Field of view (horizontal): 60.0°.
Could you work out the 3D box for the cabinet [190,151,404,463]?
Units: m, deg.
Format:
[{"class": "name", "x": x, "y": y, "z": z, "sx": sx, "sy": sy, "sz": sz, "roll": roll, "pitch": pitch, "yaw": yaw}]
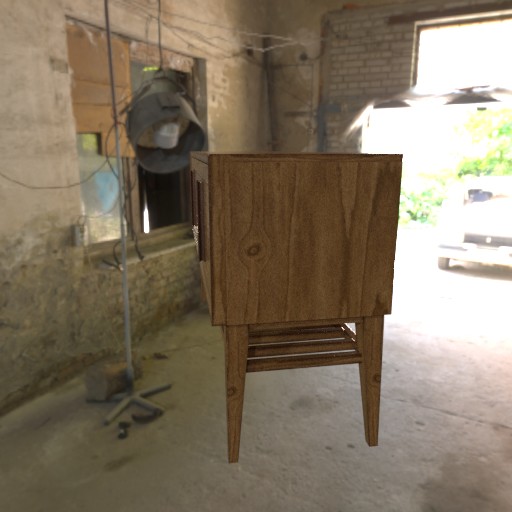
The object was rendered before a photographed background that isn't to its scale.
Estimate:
[{"class": "cabinet", "x": 0.000, "y": 0.000, "z": 1.759, "sx": 0.477, "sy": 0.802, "sz": 1.363, "roll": -2, "pitch": 14, "yaw": -10}]
